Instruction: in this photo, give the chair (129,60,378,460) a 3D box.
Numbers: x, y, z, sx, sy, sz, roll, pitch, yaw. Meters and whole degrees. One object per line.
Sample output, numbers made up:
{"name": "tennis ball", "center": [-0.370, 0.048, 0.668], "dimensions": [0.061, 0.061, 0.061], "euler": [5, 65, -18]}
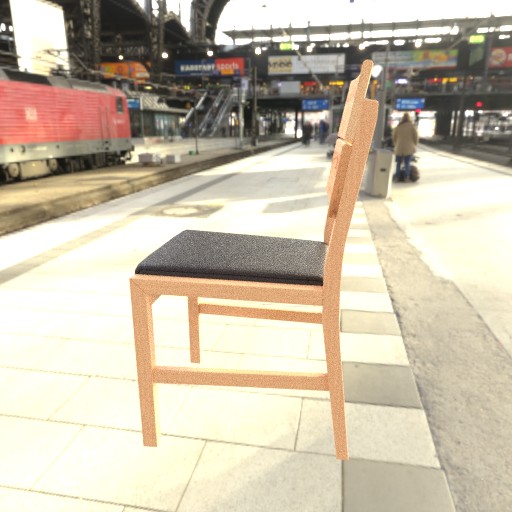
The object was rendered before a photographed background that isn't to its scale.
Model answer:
{"name": "chair", "center": [0.000, 0.000, 1.243], "dimensions": [0.560, 0.950, 0.475], "euler": [2, 17, 8]}
